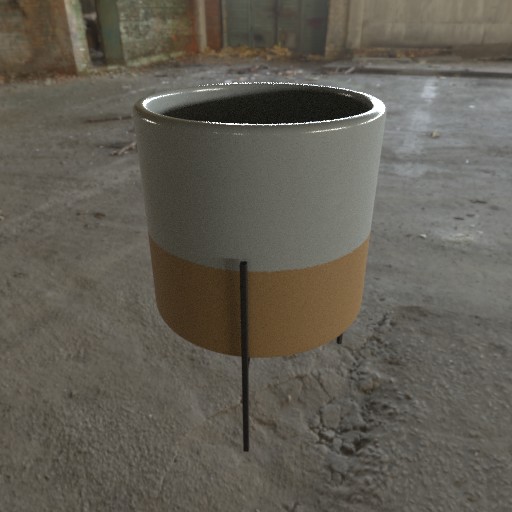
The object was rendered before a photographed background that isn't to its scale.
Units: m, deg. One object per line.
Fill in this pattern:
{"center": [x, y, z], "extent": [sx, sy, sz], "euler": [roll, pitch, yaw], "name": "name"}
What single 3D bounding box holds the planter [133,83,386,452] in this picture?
{"center": [0.000, 0.000, 0.640], "extent": [0.310, 0.432, 0.310], "euler": [11, 31, 19], "name": "planter"}
